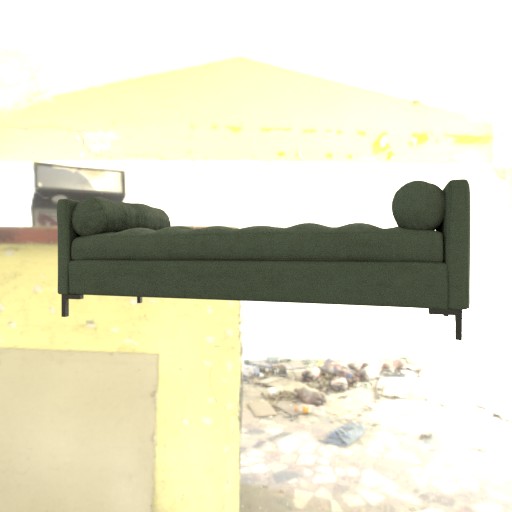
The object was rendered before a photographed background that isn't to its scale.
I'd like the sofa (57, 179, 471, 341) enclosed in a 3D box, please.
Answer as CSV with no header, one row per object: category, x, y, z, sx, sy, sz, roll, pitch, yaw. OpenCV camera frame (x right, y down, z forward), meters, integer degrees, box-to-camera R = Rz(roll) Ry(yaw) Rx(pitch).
sofa,0.000,0.000,2.498,2.130,0.681,0.817,0,0,19
